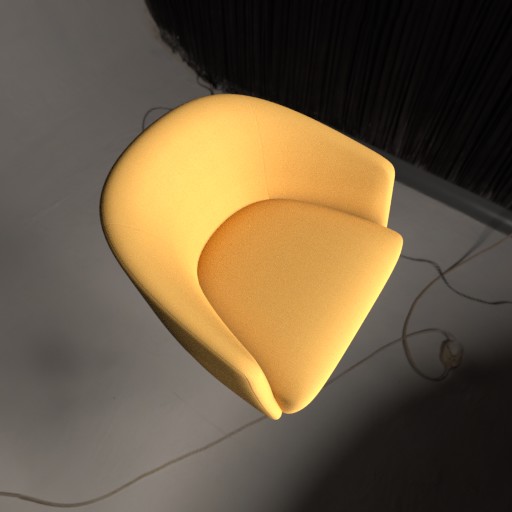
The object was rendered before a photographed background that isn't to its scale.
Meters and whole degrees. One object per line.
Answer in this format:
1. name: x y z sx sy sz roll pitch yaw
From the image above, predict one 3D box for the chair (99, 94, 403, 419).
1. chair: 0.000 0.000 1.409 0.767 0.698 0.773 30 63 17
